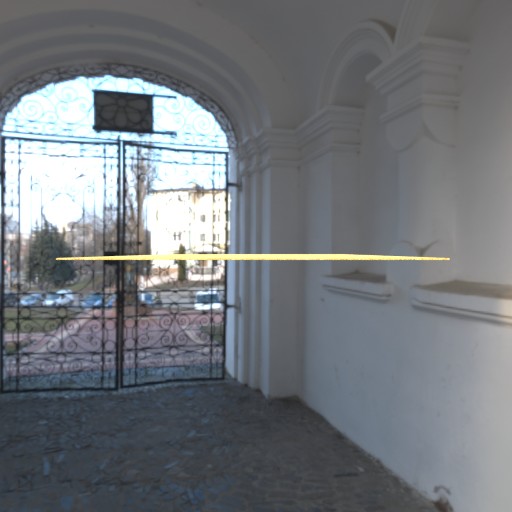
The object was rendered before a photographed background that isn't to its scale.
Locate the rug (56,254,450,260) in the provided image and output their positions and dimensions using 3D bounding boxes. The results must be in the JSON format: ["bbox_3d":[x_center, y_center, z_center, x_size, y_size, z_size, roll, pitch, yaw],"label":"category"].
[{"bbox_3d":[0.000,0.000,2.858,1.524,0.006,2.286,0,1,1],"label":"rug"}]
